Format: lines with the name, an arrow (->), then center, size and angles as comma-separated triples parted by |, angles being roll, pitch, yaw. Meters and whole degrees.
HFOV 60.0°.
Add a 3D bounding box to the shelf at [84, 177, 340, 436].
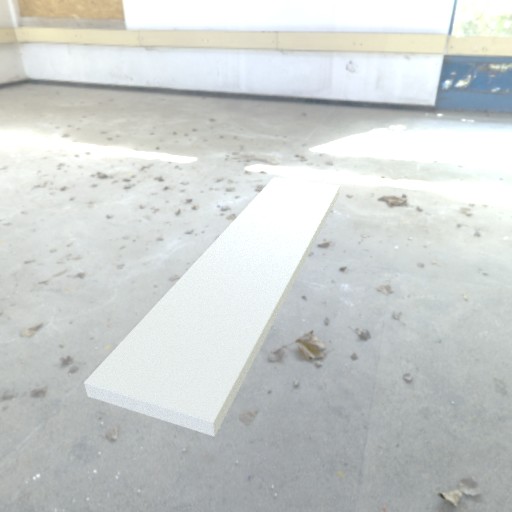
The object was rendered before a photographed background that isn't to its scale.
shelf -> 0.000, 0.000, 0.667 | 0.140, 0.020, 0.610 | 10, 32, 17
